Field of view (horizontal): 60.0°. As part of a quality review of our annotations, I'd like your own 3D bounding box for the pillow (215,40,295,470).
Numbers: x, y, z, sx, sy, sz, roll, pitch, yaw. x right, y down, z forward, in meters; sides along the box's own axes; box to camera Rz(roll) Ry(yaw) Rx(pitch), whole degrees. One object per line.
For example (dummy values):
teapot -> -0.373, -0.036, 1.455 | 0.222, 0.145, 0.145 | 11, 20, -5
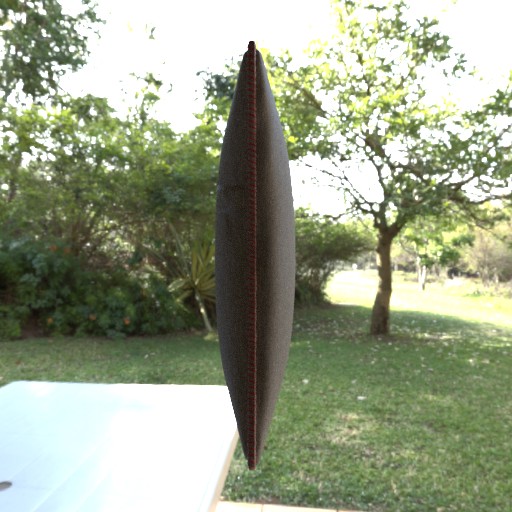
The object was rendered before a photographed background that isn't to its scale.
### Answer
pillow -> 0.000, 0.000, 0.722 | 0.124, 0.491, 0.482 | 0, 0, 1
